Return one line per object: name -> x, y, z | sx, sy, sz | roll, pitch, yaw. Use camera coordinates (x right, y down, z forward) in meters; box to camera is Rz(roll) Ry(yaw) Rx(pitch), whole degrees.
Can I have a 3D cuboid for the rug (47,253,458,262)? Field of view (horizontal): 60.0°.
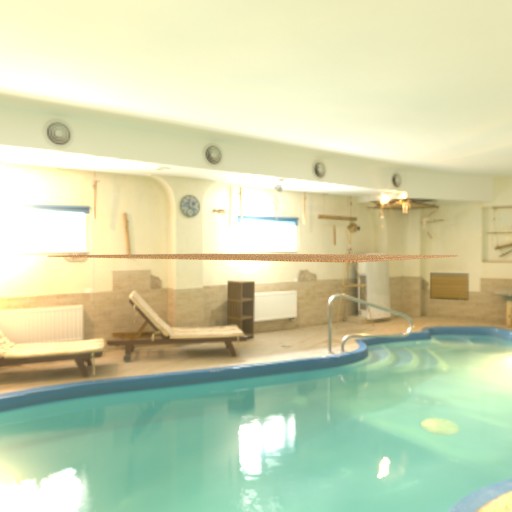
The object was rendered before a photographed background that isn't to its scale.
rug -> 0.000, 0.000, 4.163 | 3.048, 0.013, 2.439 | 1, 1, 36
